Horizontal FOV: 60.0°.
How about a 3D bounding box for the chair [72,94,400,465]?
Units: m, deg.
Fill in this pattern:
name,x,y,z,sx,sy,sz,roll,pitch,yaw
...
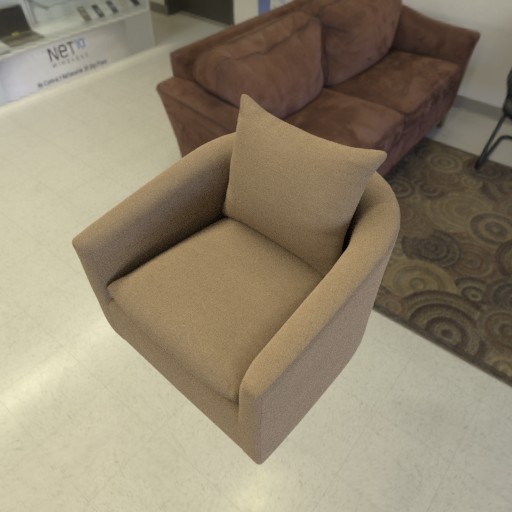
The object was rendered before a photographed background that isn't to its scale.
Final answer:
name,x,y,z,sx,sy,sz,roll,pitch,yaw
chair,0.000,0.000,1.594,0.845,0.848,0.910,33,55,27
